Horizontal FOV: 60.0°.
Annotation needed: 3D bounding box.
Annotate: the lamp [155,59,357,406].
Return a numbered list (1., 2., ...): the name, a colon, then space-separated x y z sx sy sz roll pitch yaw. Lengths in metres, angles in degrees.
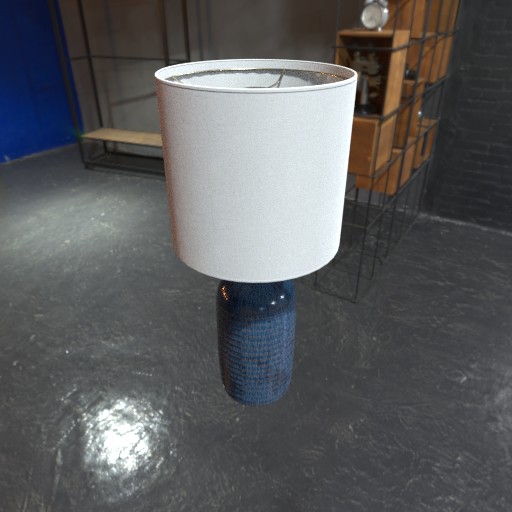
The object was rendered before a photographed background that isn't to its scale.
1. lamp: 0.000 0.000 0.611 0.220 0.475 0.220 19 35 29
